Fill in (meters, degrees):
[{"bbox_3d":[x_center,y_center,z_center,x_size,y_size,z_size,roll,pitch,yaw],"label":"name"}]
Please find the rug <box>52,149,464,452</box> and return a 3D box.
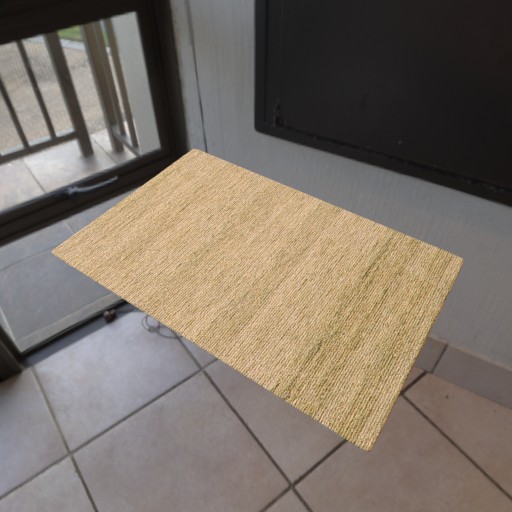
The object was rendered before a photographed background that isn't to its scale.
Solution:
[{"bbox_3d":[0.000,0.000,2.235,1.758,0.010,1.143,26,52,23],"label":"rug"}]
